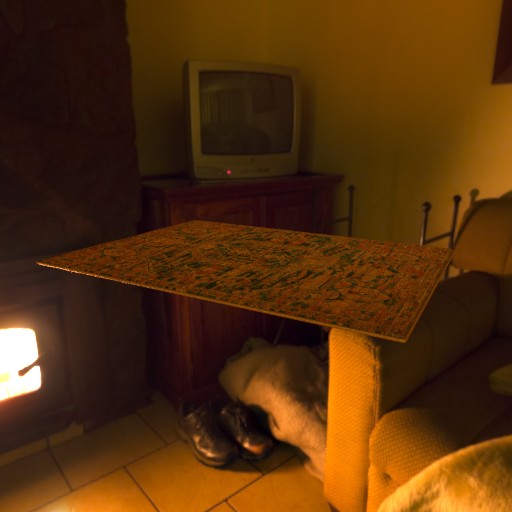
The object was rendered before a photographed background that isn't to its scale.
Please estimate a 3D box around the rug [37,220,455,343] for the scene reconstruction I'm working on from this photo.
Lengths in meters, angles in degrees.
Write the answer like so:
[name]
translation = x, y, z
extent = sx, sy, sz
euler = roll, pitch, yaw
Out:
[rug]
translation = 0.000, 0.000, 2.860
extent = 2.204, 0.024, 1.588
euler = 8, 17, 29
